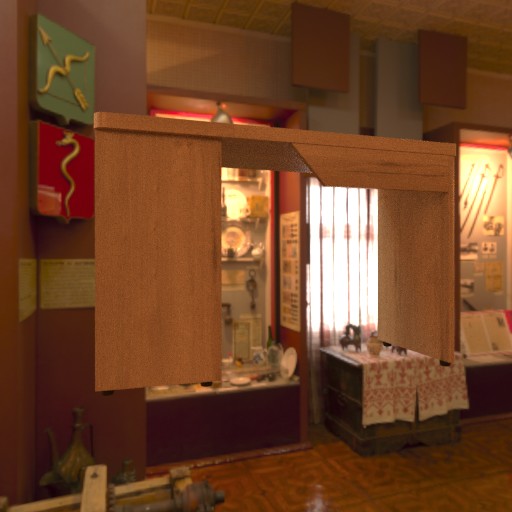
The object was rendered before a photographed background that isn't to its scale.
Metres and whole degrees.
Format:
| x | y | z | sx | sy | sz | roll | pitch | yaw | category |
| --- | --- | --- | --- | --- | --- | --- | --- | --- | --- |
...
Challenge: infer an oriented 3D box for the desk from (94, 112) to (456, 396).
| x | y | z | sx | sy | sz | roll | pitch | yaw | category |
| --- | --- | --- | --- | --- | --- | --- | --- | --- | --- |
| 0.000 | 0.000 | 1.761 | 1.169 | 0.760 | 0.900 | 0 | 0 | -17 | desk |
